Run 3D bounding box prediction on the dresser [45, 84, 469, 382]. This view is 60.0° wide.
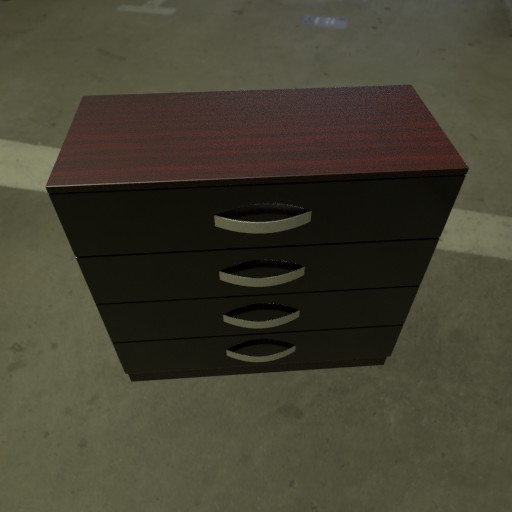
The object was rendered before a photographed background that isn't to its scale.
[{"bbox_3d":[0.000,0.000,1.146,0.750,0.720,0.360,-3,46,-3],"label":"dresser"}]
